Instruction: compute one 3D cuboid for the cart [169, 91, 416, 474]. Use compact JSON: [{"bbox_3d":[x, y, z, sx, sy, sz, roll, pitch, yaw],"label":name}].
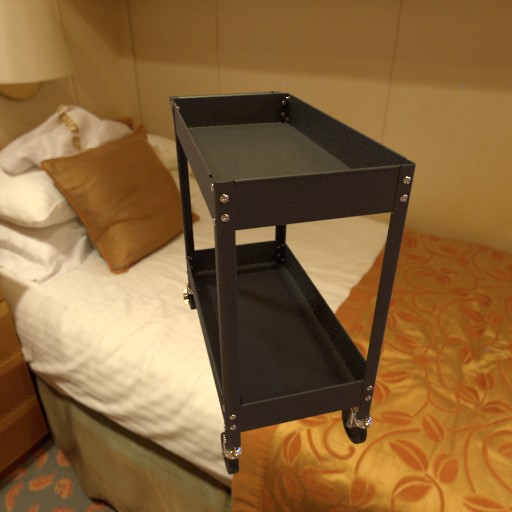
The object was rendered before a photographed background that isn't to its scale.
[{"bbox_3d":[0.000,0.000,1.182,0.366,0.719,0.779,-8,31,-13],"label":"cart"}]
